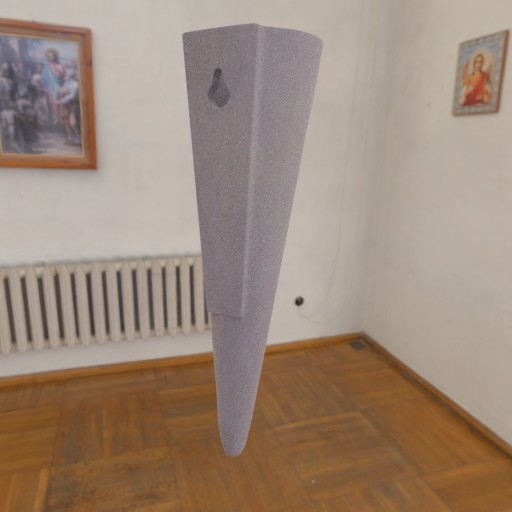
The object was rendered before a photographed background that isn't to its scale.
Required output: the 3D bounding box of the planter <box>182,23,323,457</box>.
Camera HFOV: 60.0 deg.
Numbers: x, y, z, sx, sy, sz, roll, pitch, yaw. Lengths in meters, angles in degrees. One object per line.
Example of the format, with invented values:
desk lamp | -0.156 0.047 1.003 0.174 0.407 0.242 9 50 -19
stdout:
planter | 0.000 0.000 0.294 0.078 0.259 0.087 7 16 26
